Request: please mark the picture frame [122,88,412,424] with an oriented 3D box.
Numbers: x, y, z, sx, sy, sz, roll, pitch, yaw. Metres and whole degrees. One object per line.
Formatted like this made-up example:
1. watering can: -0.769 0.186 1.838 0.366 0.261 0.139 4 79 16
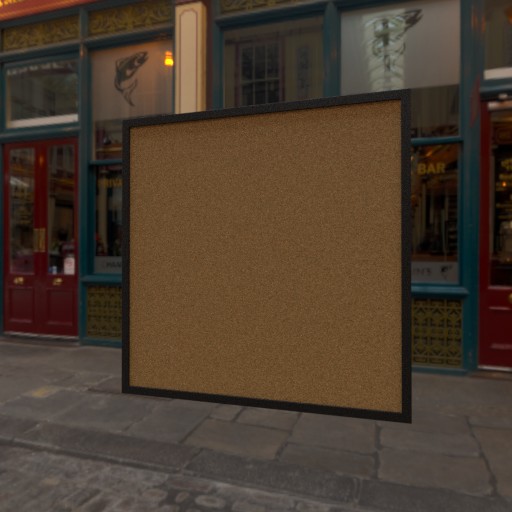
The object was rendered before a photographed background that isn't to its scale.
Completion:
1. picture frame: 0.000 0.000 0.481 0.317 0.317 0.030 0 0 18
